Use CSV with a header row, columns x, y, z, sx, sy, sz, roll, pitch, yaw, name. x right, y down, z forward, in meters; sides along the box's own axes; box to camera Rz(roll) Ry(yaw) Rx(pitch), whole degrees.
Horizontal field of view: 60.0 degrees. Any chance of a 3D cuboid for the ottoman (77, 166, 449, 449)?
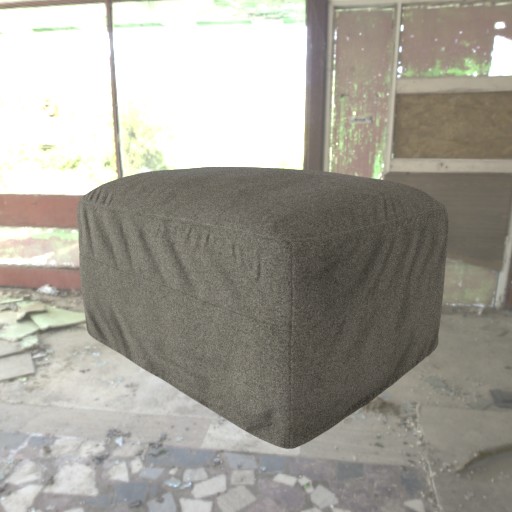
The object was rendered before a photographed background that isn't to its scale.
x,y,z,sx,sy,sz,roll,pitch,yaw,name
0.000,0.000,1.226,0.837,0.481,0.683,13,20,42,ottoman
